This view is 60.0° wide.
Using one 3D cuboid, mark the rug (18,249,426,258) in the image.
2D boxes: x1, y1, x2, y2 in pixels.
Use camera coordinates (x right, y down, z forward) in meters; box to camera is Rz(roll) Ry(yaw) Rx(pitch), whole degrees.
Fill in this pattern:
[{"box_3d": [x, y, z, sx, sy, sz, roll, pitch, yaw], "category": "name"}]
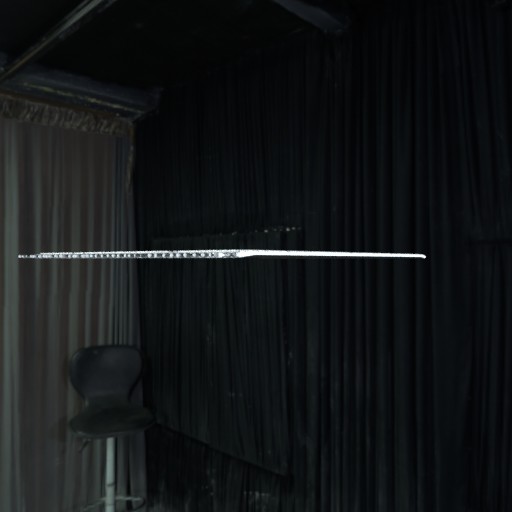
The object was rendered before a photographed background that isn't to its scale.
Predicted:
[{"box_3d": [0.000, 0.000, 2.867, 1.494, 0.031, 2.307, 0, -1, 38], "category": "rug"}]
